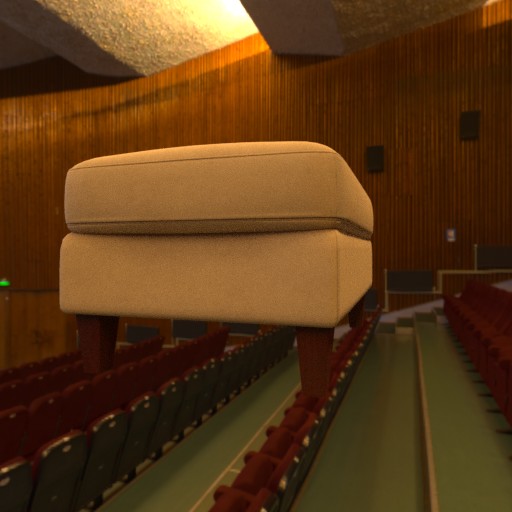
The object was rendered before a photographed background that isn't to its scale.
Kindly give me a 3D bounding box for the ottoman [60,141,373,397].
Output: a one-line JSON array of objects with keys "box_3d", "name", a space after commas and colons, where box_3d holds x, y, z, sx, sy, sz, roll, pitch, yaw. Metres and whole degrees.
[{"box_3d": [0.000, 0.000, 1.216, 0.584, 0.483, 0.864, 0, 1, 18], "name": "ottoman"}]
